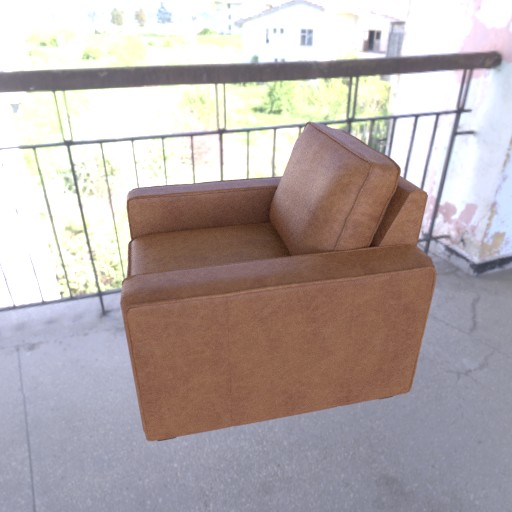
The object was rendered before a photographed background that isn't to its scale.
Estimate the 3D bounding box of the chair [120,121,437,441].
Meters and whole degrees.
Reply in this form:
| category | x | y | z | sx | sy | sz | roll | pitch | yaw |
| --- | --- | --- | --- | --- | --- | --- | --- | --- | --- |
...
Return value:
| category | x | y | z | sx | sy | sz | roll | pitch | yaw |
| --- | --- | --- | --- | --- | --- | --- | --- | --- | --- |
| chair | 0.000 | 0.000 | 1.762 | 1.027 | 0.901 | 0.987 | -8 | 30 | -14 |
